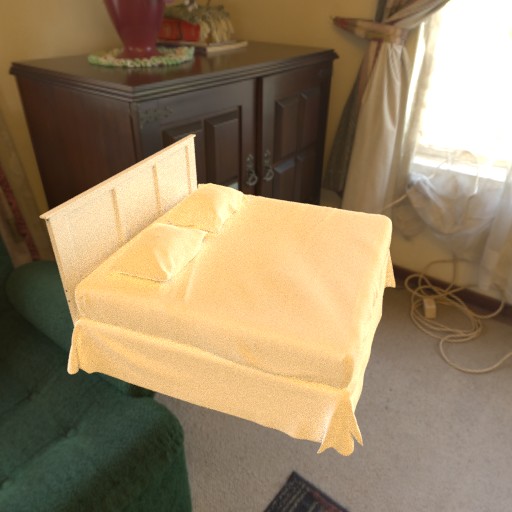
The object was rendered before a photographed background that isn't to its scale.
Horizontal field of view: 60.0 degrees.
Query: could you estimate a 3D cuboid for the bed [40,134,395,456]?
[{"bbox_3d":[0.000,0.000,3.620,2.215,1.273,2.317,11,33,18],"label":"bed"}]
